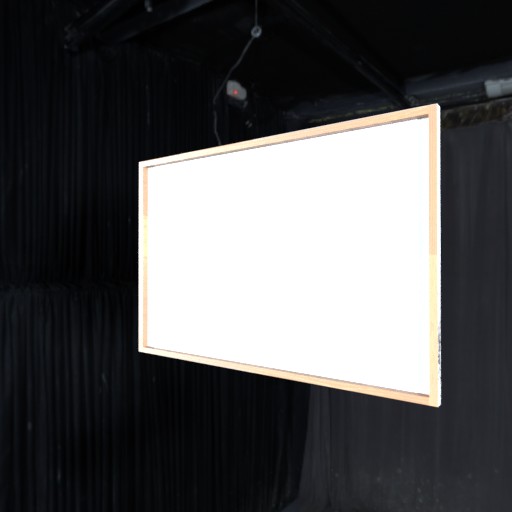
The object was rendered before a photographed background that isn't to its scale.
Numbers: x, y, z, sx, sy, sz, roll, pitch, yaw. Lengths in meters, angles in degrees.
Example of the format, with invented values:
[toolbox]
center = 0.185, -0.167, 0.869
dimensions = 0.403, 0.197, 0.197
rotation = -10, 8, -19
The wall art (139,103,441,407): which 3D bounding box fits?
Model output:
[wall art]
center = 0.000, 0.000, 1.163
dimensions = 0.914, 0.607, 0.023
rotation = 0, -1, 36
